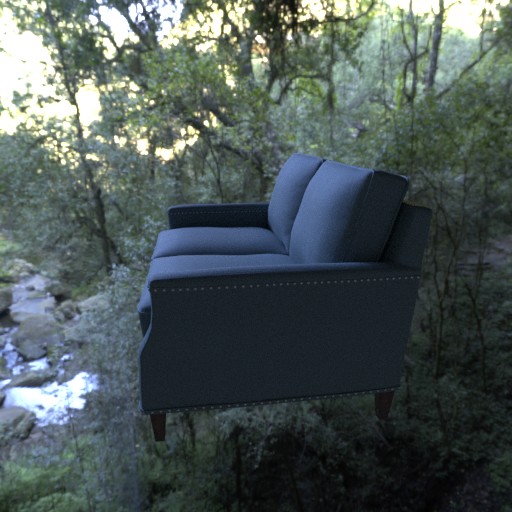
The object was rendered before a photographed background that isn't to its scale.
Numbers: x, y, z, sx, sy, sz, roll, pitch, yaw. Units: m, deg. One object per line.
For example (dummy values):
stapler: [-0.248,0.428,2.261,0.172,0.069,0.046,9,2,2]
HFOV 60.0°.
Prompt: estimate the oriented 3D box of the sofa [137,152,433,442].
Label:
sofa: [0.000,0.000,2.309,1.084,1.003,1.597,-2,16,-8]
